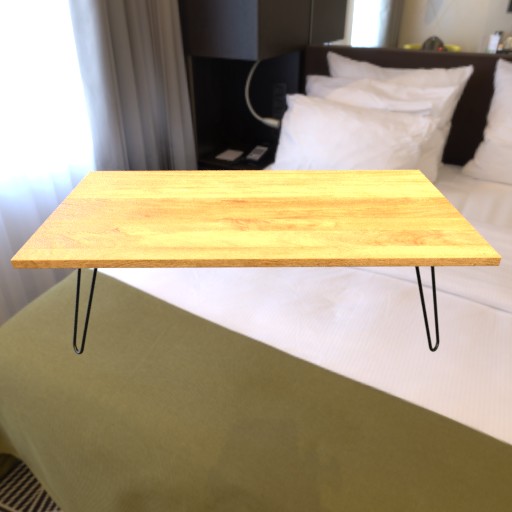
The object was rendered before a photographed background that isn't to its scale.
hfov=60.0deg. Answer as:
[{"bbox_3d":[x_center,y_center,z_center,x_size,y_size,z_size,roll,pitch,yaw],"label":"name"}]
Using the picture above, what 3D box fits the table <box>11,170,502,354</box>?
[{"bbox_3d":[0.000,0.000,1.616,1.348,0.400,0.699,0,31,-1],"label":"table"}]
